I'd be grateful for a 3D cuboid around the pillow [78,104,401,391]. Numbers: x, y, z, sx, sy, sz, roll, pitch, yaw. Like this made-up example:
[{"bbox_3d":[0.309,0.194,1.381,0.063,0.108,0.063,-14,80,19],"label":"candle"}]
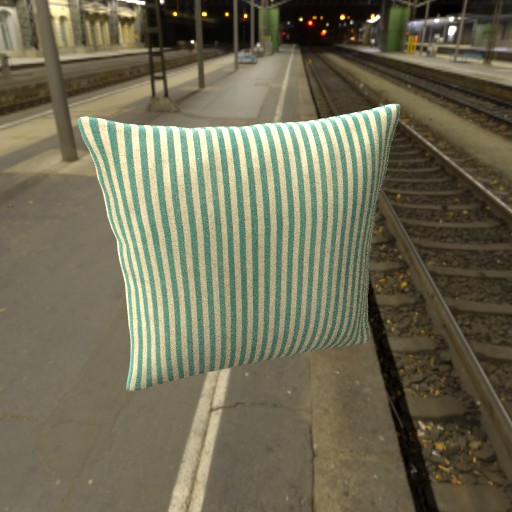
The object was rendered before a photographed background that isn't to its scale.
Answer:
[{"bbox_3d":[0.000,0.000,0.803,0.523,0.510,0.166,-8,27,-15],"label":"pillow"}]
